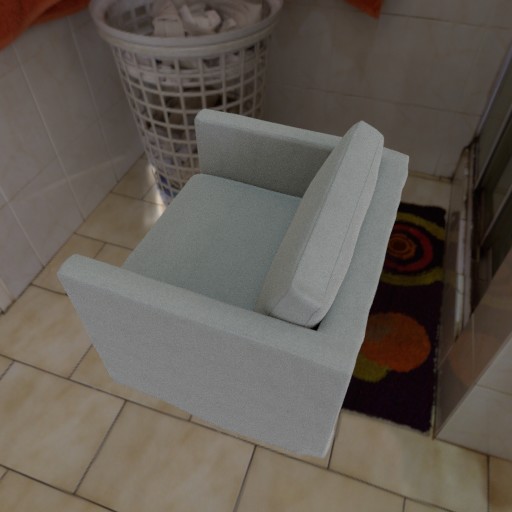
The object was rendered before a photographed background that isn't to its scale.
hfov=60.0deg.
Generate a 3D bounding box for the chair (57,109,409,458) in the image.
[{"bbox_3d":[0.000,0.000,1.744,0.949,0.863,1.057,16,50,14],"label":"chair"}]
